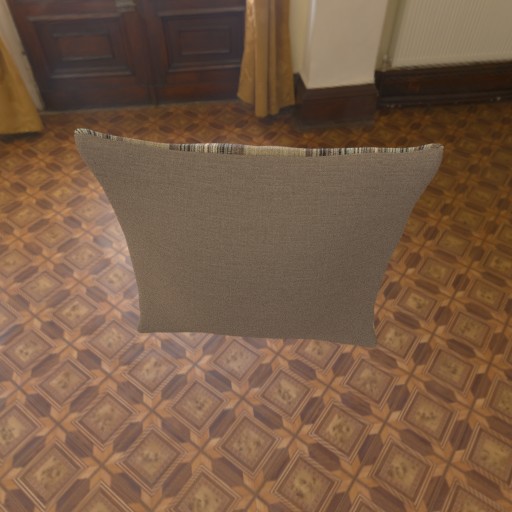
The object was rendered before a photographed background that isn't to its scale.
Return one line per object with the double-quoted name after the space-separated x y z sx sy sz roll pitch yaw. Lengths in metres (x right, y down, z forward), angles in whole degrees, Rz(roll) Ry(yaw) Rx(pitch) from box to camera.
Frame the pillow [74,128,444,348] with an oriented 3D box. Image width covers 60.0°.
0.000 0.000 0.665 0.435 0.416 0.189 3 47 3 "pillow"
